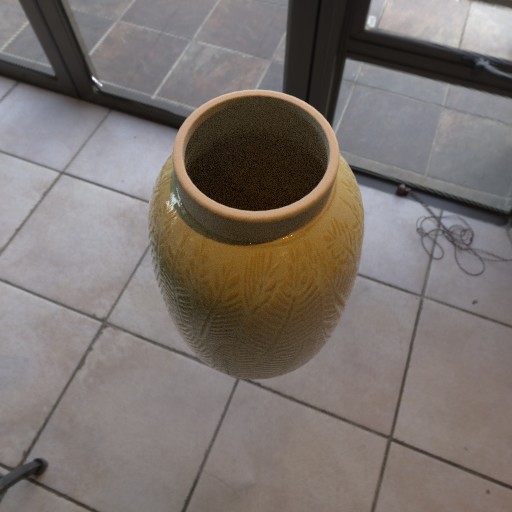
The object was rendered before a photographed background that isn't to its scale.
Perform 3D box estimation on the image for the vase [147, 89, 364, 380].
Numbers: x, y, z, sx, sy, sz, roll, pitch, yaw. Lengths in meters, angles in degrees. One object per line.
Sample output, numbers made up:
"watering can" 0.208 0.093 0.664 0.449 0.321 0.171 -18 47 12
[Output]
"vase" 0.000 0.000 0.374 0.172 0.270 0.172 0 63 0
